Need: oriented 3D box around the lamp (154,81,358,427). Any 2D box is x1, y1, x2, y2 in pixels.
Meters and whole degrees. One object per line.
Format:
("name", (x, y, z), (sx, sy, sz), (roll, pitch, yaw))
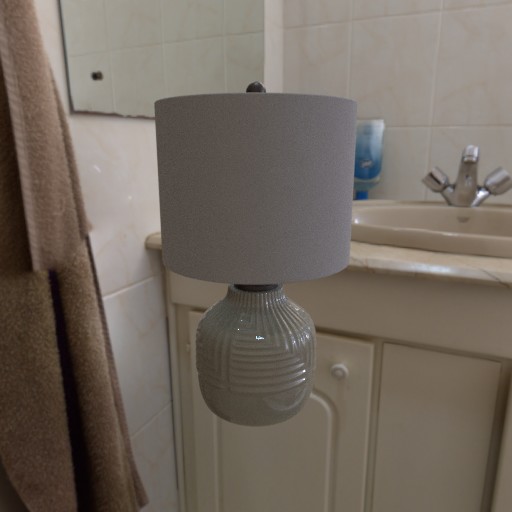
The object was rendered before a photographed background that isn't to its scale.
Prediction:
("lamp", (0.000, 0.000, 0.768), (0.318, 0.567, 0.318), (0, 14, 0))
